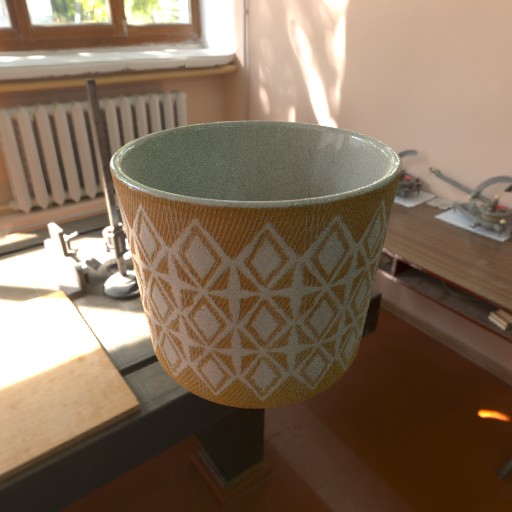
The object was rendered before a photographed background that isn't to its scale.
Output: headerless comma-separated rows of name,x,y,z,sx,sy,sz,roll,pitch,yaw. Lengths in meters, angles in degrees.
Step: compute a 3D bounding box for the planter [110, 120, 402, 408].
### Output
planter,0.000,0.000,0.343,0.193,0.165,0.193,0,29,0
